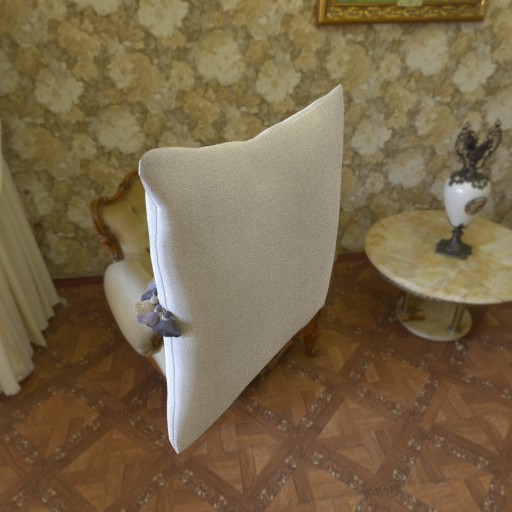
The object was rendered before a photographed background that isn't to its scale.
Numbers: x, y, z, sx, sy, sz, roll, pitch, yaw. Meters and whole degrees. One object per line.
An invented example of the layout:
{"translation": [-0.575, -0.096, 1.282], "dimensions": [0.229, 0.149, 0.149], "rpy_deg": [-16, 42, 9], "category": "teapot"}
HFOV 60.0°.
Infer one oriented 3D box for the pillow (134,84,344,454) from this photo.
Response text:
{"translation": [0.000, 0.000, 0.742], "dimensions": [0.165, 0.481, 0.489], "rpy_deg": [21, 37, 30], "category": "pillow"}
